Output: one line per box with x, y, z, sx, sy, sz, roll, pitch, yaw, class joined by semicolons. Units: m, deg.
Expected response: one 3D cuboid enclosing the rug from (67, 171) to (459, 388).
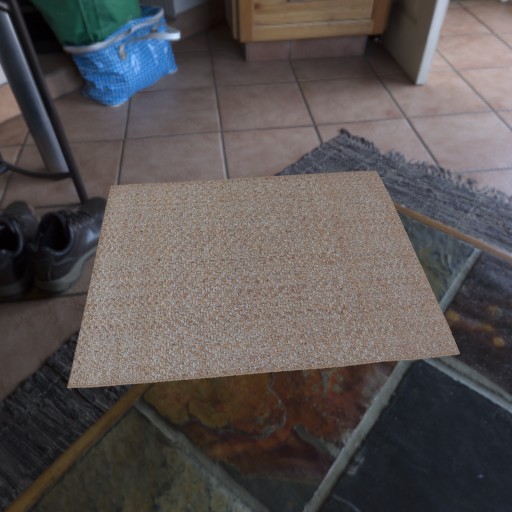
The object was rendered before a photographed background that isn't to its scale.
0.000;0.000;4.207;3.048;0.013;2.439;-4;47;-4;rug
